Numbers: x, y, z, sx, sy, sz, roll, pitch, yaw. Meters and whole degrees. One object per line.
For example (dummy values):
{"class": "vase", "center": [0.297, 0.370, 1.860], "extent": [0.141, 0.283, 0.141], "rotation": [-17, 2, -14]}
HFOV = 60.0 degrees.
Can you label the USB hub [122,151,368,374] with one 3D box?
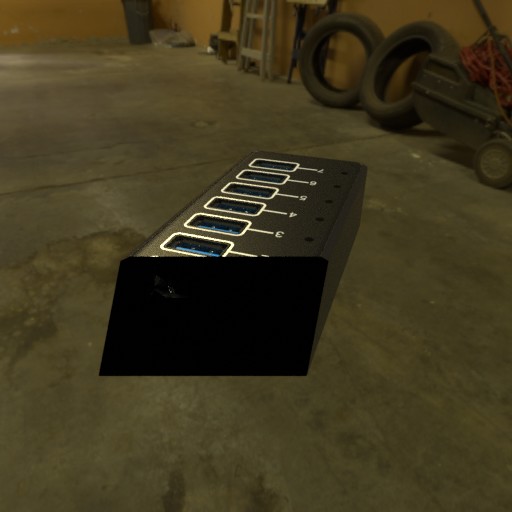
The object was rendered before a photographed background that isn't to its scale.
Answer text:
{"class": "USB hub", "center": [0.000, 0.000, 0.122], "extent": [0.044, 0.023, 0.110], "rotation": [11, 33, 17]}
